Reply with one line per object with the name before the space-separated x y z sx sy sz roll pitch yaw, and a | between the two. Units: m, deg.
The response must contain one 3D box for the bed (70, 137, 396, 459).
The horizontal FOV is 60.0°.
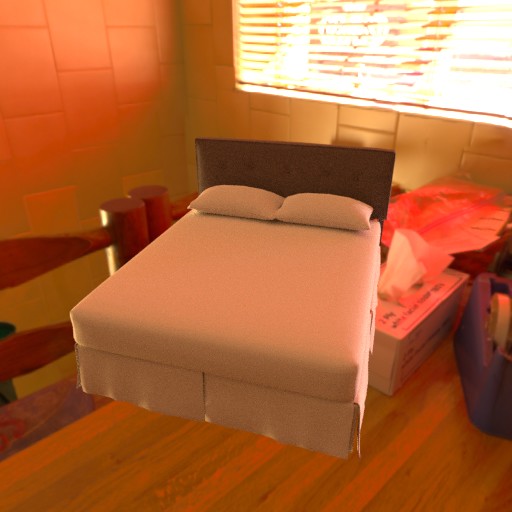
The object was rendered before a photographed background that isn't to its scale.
bed | 0.000 0.000 2.883 1.610 1.089 1.894 8 28 15
